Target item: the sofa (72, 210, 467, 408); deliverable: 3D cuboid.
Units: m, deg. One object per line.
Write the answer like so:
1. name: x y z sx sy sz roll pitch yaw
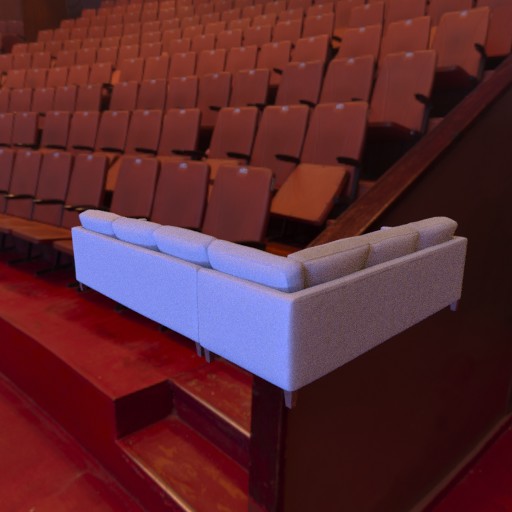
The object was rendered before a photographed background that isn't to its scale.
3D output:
1. sofa: 0.000 0.000 4.620 2.592 0.947 3.301 -13 19 -42
